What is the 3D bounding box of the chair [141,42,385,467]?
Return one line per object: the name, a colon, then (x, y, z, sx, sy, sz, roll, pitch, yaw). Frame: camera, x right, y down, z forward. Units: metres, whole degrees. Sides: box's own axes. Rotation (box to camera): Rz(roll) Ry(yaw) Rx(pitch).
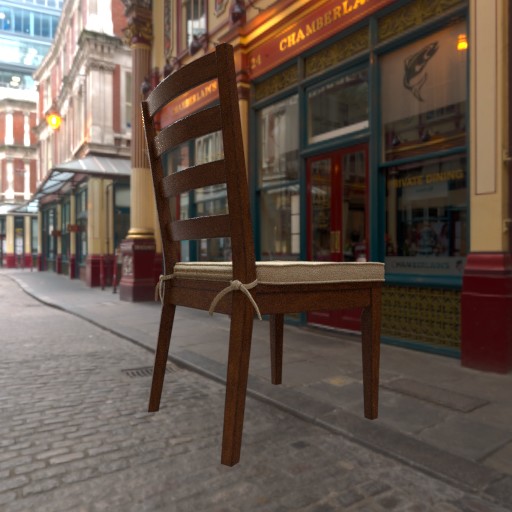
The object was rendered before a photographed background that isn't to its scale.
chair: (0.000, 0.000, 1.369, 0.595, 0.979, 0.593, 0, -1, -36)
